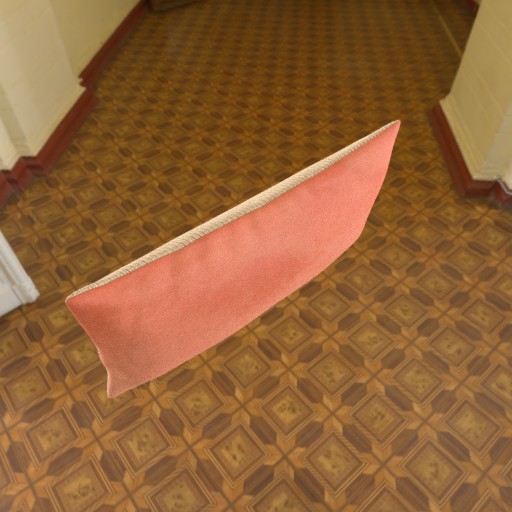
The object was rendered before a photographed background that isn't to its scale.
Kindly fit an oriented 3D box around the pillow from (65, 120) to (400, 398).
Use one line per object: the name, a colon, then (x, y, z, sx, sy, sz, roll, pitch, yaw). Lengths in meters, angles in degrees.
pillow: (0.000, 0.000, 0.751, 0.608, 0.307, 0.155, -32, 54, -26)
